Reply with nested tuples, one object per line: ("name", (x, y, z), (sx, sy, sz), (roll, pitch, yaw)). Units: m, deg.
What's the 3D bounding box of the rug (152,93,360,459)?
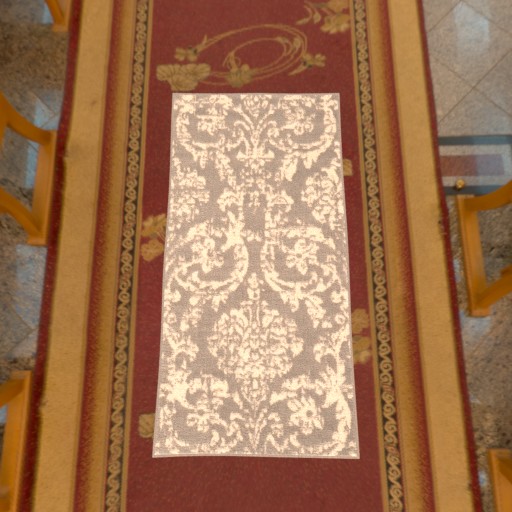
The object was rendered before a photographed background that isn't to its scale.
("rug", (0.000, 0.000, 1.444), (0.604, 0.007, 1.219), (0, 75, 0))
